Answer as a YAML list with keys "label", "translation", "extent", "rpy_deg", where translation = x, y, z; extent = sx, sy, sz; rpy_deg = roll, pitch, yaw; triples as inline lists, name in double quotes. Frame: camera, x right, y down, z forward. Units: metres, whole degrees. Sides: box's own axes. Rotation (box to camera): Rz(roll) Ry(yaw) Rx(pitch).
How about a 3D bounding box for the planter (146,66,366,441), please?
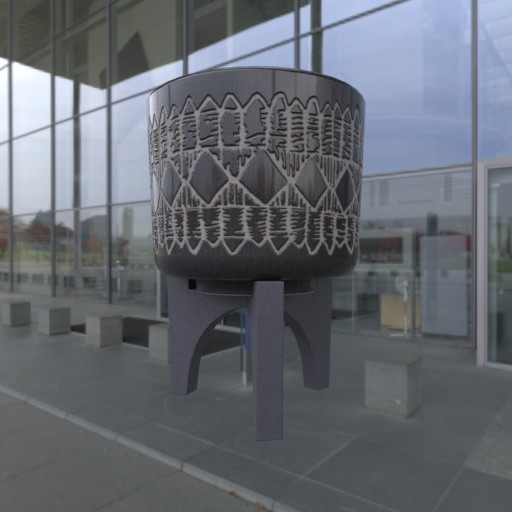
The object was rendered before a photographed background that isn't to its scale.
- label: "planter"
  translation: [0.000, 0.000, 0.269]
  extent: [0.129, 0.177, 0.129]
  rpy_deg: [0, 0, 0]
